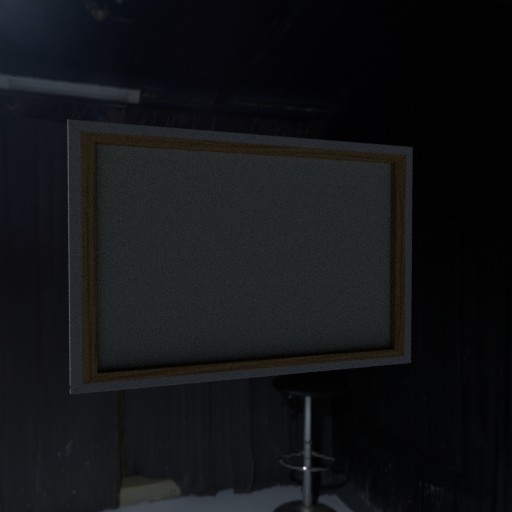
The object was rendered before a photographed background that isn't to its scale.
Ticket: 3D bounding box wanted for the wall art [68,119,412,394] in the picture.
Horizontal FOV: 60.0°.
[{"bbox_3d":[0.000,0.000,0.492,0.381,0.259,0.038,0,1,-18],"label":"wall art"}]
